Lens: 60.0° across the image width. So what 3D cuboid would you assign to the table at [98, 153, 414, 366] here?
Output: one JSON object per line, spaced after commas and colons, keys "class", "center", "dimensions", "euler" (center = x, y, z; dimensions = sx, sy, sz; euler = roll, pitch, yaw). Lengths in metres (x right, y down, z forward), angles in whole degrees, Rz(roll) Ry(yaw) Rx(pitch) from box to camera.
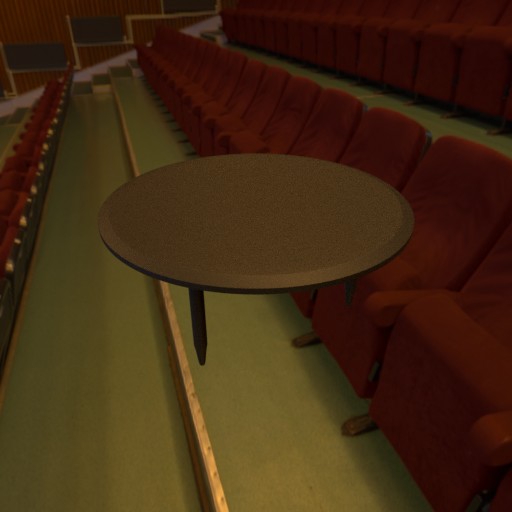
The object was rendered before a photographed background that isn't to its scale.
{"class": "table", "center": [0.000, 0.000, 1.414], "dimensions": [0.900, 0.400, 0.900], "euler": [0, 31, 0]}
